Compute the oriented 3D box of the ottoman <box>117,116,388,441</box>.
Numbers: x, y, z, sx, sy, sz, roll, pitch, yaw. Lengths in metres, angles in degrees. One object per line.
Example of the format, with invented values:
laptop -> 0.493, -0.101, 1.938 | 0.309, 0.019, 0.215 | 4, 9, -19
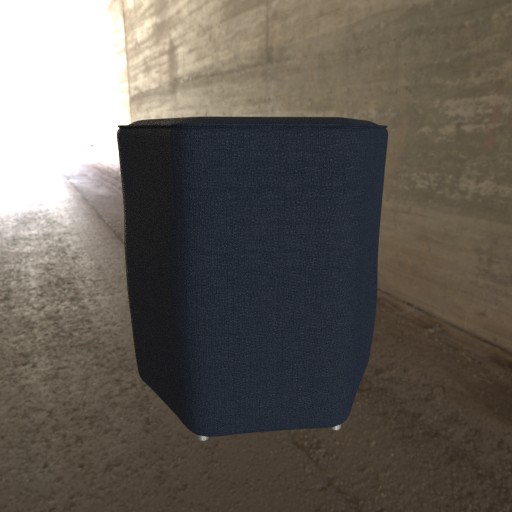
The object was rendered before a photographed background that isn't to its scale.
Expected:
ottoman -> 0.000, 0.000, 0.859 | 0.454, 0.505, 0.492 | 8, 17, 26
